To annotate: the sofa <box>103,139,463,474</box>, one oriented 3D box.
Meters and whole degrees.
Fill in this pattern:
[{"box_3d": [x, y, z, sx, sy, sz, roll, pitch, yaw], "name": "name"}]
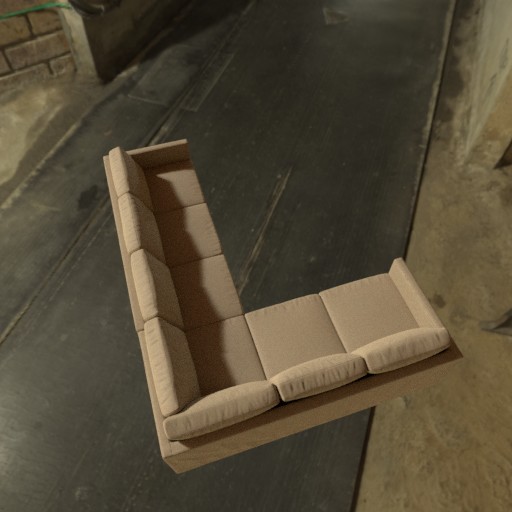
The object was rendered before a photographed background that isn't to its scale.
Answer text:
[{"box_3d": [0.000, 0.000, 4.329, 2.432, 0.871, 3.182, -15, 57, -10], "name": "sofa"}]
